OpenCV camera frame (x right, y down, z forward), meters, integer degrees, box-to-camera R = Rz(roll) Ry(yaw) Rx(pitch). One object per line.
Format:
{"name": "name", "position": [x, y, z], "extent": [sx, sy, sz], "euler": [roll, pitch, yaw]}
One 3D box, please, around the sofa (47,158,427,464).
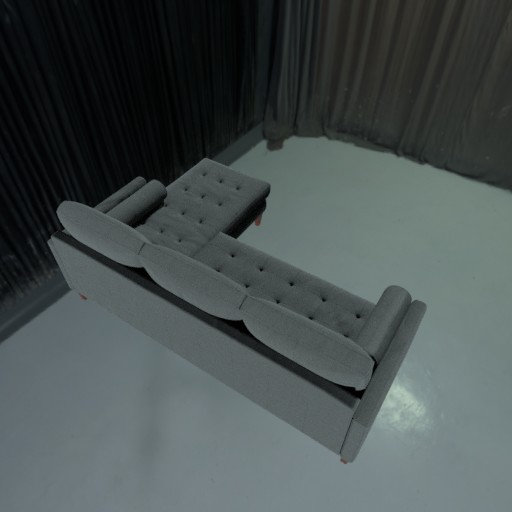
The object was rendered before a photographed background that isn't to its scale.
{"name": "sofa", "position": [0.000, 0.000, 2.922], "extent": [2.178, 0.876, 1.506], "euler": [25, 51, 22]}
